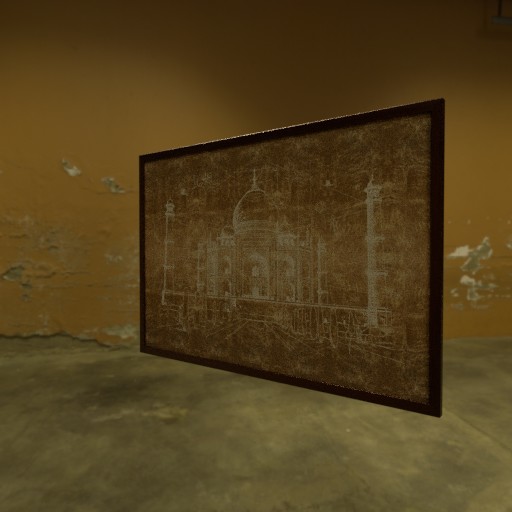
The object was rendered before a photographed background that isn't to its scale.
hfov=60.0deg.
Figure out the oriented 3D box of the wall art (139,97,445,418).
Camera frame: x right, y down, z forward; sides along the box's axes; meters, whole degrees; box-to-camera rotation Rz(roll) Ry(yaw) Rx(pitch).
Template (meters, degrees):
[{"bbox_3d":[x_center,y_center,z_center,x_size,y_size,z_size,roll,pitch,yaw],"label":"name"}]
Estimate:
[{"bbox_3d":[0.000,0.000,1.021,0.816,0.559,0.014,1,1,37],"label":"wall art"}]
